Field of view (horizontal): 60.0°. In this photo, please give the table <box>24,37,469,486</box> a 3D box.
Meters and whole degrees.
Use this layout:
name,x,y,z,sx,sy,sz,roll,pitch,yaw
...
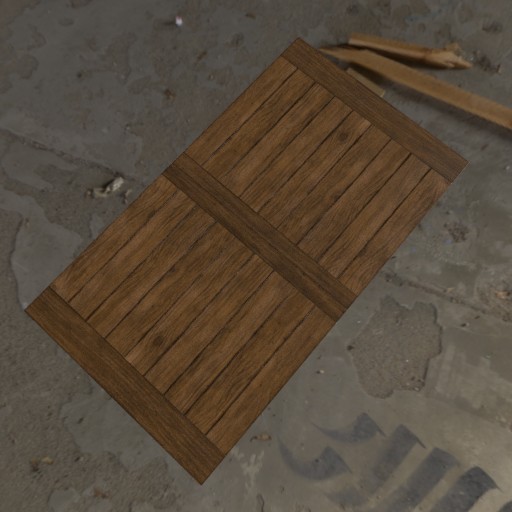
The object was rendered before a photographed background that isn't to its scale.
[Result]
name,x,y,z,sx,sy,sz,roll,pitch,yaw
table,0.000,0.000,2.143,0.931,0.757,1.641,40,79,9
